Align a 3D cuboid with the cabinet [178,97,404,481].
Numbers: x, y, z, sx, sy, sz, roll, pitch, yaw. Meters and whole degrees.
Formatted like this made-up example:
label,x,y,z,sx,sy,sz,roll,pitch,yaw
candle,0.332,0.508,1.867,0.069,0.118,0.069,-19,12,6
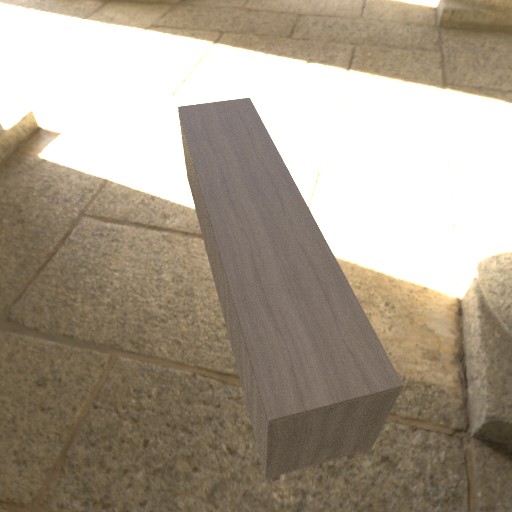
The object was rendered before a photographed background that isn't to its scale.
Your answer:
label,x,y,z,sx,sy,sz,roll,pitch,yaw
cabinet,0.000,0.000,2.535,0.499,0.779,2.198,-11,48,-10
